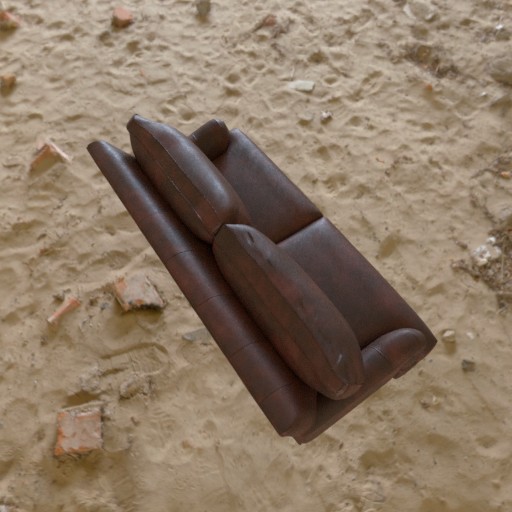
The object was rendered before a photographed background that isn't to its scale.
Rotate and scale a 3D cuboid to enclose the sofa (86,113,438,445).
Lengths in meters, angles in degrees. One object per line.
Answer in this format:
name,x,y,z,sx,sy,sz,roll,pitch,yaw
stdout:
sofa,0.000,0.000,2.809,1.147,1.071,2.144,-30,63,-17
